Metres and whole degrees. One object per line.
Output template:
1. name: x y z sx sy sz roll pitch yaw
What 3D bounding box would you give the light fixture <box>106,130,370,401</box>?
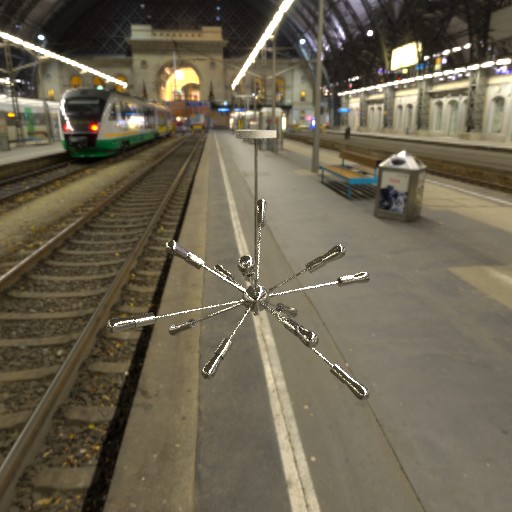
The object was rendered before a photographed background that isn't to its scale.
1. light fixture: 0.000 0.000 1.022 0.684 0.558 0.509 -8 19 -26
